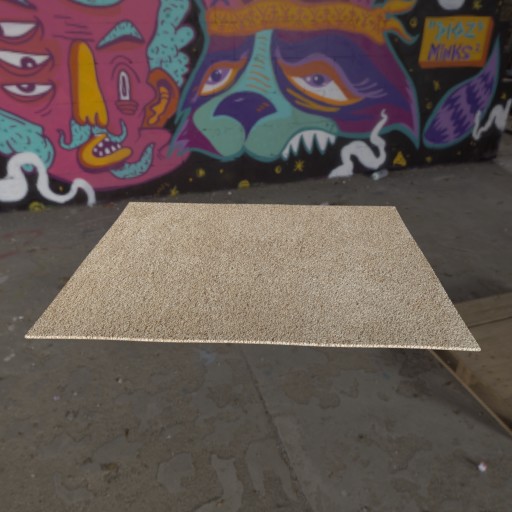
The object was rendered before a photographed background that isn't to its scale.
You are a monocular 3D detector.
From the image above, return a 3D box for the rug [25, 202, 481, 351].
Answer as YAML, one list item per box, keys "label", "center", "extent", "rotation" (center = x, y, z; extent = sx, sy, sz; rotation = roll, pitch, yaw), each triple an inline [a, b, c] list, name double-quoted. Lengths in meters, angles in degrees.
- label: "rug"
  center: [0.000, 0.000, 3.963]
  extent: [3.000, 0.025, 2.400]
  rotation: [1, 29, 2]
